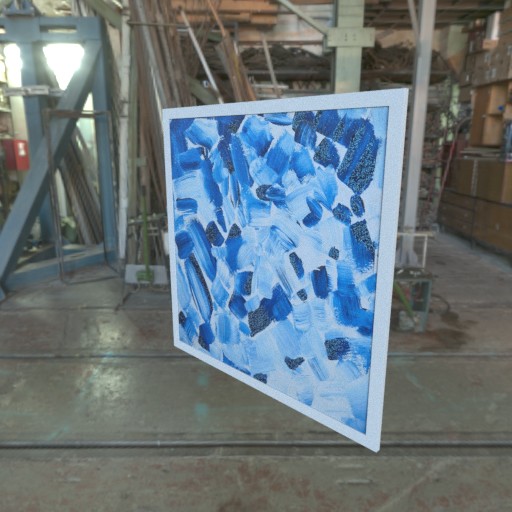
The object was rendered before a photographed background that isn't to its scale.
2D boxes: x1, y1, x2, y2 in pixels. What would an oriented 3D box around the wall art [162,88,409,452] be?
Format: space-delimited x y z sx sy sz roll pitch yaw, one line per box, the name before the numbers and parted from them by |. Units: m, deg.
wall art | 0.000 0.000 1.229 0.812 0.812 0.015 14 20 43
